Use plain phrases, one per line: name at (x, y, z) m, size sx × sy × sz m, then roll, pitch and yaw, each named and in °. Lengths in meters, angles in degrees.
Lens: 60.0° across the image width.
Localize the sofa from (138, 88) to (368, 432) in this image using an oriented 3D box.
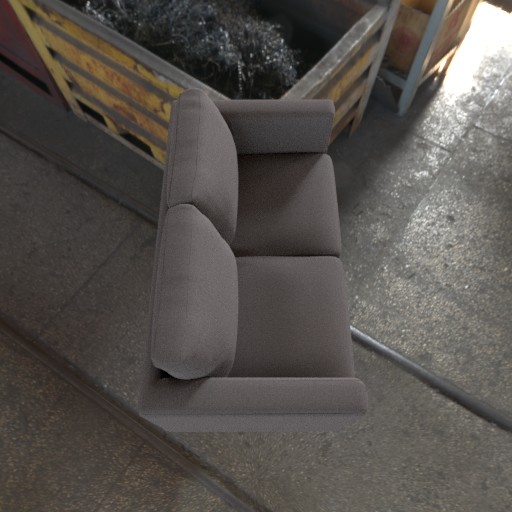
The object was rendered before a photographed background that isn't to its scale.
sofa at (0.000, 0.000, 1.992) m, size 0.796 × 0.908 × 1.430 m, roll 0°, pitch 63°, yaw 0°
